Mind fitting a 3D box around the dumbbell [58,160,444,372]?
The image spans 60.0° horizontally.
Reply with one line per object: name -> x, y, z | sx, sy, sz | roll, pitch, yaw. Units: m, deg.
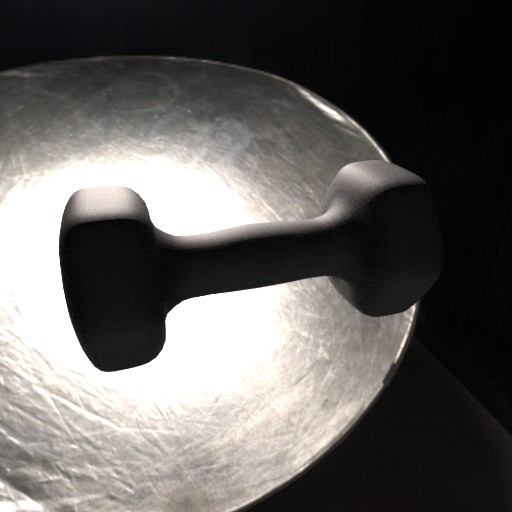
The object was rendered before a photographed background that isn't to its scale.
dumbbell -> 0.000, 0.000, 0.299 | 0.240, 0.105, 0.116 | -8, 28, -15
